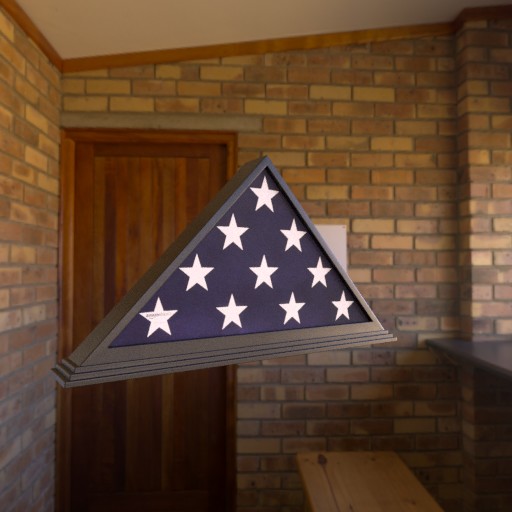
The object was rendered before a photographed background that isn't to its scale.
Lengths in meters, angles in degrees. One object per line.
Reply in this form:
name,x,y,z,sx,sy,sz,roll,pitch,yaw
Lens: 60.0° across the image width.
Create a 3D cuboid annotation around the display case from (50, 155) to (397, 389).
display case,0.000,0.000,0.772,0.640,0.340,0.095,1,-2,-35
